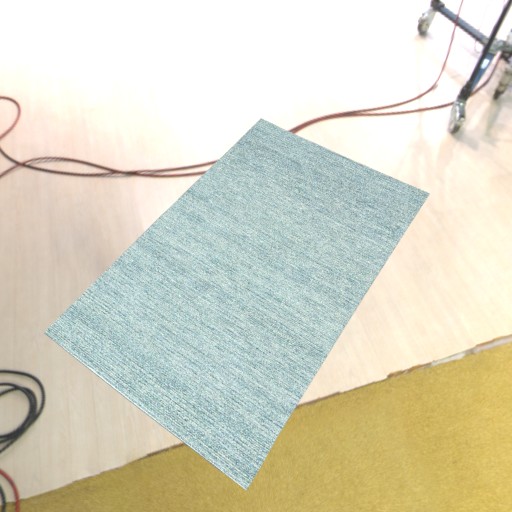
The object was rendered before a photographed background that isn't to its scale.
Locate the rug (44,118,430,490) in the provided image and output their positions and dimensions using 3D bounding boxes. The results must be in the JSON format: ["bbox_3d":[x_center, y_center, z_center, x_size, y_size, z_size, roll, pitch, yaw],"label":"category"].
[{"bbox_3d":[0.000,0.000,2.325,1.174,0.022,1.853,30,62,18],"label":"rug"}]
